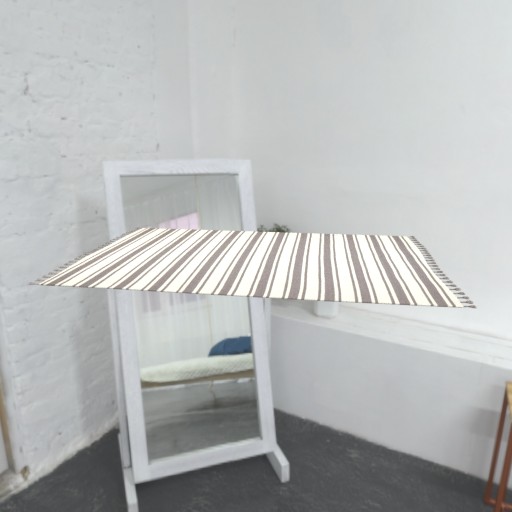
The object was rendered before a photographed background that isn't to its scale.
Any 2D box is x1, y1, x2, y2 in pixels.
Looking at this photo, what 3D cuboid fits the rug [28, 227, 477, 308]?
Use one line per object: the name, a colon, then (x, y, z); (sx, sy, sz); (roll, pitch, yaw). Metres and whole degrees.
rug: (0.000, 0.000, 3.071); (2.425, 0.014, 1.563); (2, 16, 8)
